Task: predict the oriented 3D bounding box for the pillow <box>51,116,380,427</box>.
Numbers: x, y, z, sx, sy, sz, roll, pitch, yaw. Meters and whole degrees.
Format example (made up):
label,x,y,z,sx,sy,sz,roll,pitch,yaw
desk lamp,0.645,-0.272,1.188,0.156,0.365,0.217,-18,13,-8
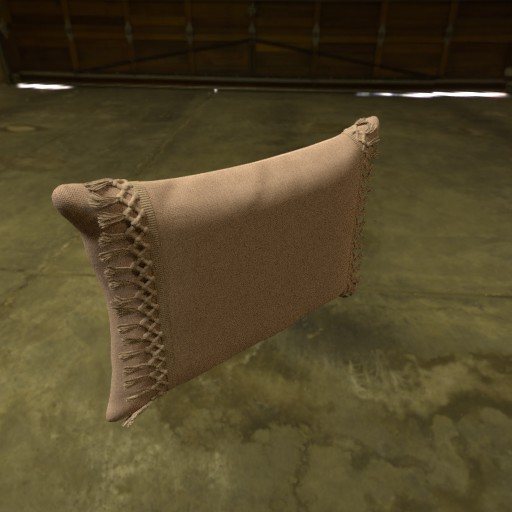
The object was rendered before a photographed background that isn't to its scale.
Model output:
label,x,y,z,sx,sy,sz,roll,pitch,yaw
pillow,0.000,0.000,0.589,0.466,0.305,0.084,-22,36,-34
